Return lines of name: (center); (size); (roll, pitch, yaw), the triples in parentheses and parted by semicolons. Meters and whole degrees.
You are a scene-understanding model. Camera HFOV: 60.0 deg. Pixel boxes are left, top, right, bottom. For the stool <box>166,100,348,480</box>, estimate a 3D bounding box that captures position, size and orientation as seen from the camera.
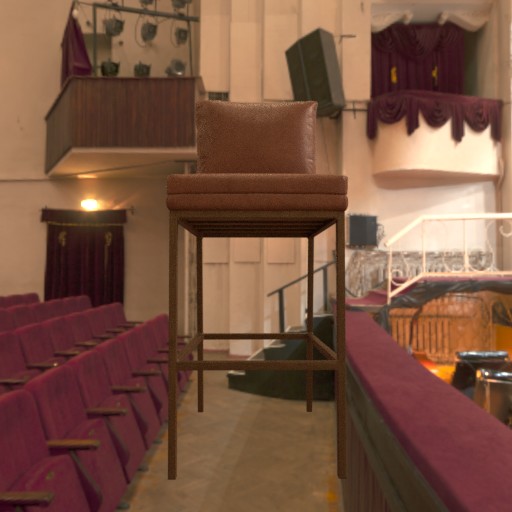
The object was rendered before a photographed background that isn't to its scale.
stool: (0.000, 0.000, 1.387); (0.463, 1.124, 0.571); (0, -2, -1)
